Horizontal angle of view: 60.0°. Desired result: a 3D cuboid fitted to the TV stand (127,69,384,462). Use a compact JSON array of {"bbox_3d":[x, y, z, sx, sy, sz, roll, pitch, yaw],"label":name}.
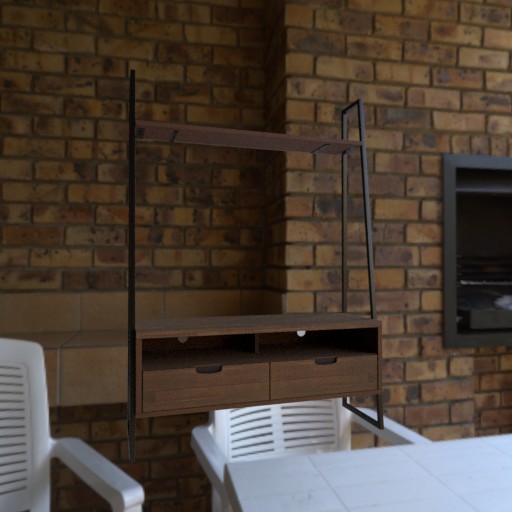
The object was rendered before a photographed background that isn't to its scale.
[{"bbox_3d":[0.000,0.000,2.277,1.250,1.772,0.432,0,-1,-18],"label":"TV stand"}]
